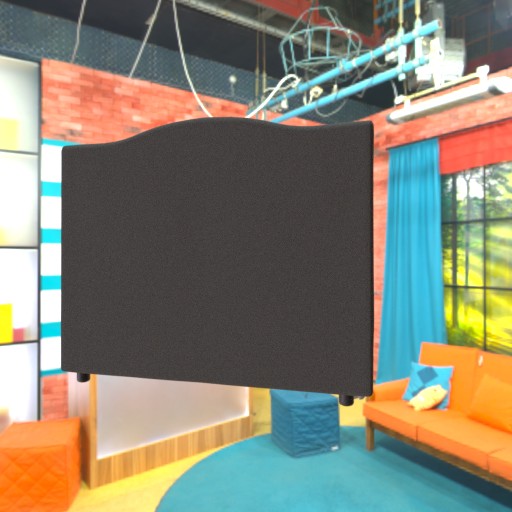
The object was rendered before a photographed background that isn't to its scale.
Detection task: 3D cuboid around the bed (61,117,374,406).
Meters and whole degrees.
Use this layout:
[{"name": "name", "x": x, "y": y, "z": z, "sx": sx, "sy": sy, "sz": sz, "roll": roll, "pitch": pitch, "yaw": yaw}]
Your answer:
[{"name": "bed", "x": 0.000, "y": 0.000, "z": 3.163, "sx": 1.666, "sy": 1.387, "sz": 2.036, "roll": 0, "pitch": 0, "yaw": 16}]
